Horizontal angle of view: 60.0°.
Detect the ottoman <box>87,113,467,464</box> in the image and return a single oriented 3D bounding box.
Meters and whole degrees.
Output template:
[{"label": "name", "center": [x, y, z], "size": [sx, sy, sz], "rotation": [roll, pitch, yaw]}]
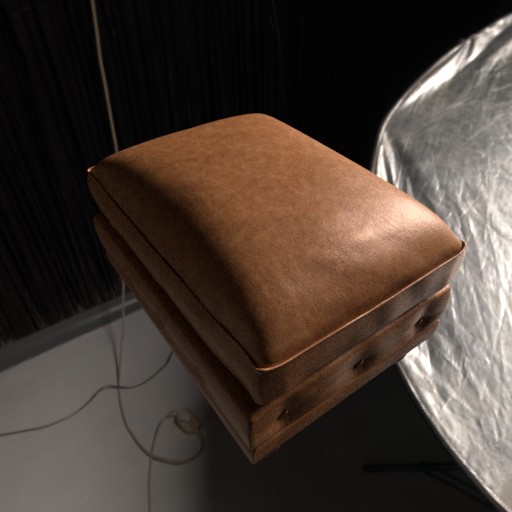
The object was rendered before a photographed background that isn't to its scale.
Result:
[{"label": "ottoman", "center": [0.000, 0.000, 1.044], "size": [0.533, 0.480, 0.710], "rotation": [-25, 47, -26]}]
